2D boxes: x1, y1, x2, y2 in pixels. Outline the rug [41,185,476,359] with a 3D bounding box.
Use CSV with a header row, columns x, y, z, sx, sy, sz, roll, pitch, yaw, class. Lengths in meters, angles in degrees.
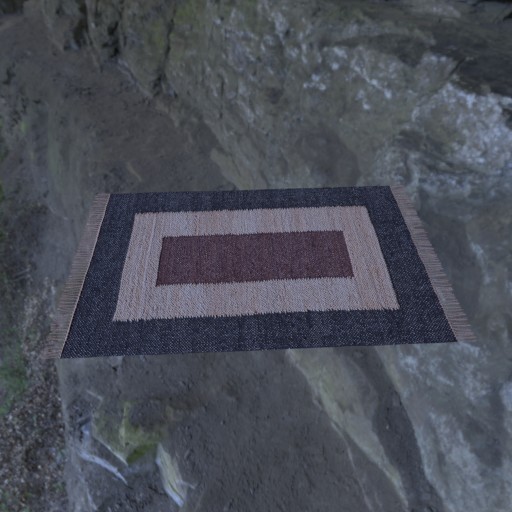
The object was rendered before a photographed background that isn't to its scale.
x,y,z,sx,sy,sz,roll,pitch,yaw,class
0.000,0.000,2.456,2.021,0.027,1.224,-2,45,-2,rug
